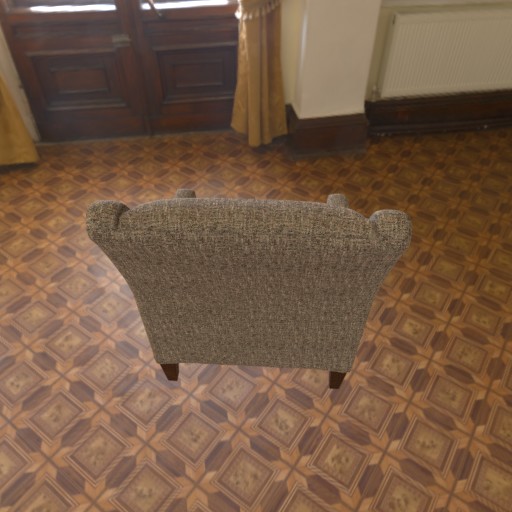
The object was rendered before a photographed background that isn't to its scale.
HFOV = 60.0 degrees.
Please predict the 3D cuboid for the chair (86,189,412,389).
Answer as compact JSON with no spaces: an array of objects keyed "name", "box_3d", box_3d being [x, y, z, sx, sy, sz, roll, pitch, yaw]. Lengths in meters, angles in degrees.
[{"name":"chair","box_3d":[0.000,0.000,1.636,0.774,1.014,0.870,2,44,2]}]
